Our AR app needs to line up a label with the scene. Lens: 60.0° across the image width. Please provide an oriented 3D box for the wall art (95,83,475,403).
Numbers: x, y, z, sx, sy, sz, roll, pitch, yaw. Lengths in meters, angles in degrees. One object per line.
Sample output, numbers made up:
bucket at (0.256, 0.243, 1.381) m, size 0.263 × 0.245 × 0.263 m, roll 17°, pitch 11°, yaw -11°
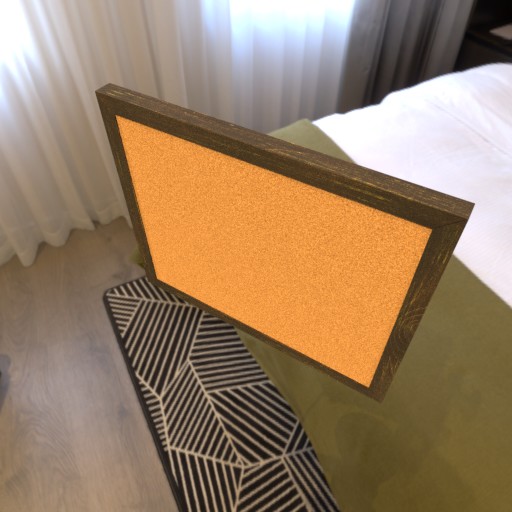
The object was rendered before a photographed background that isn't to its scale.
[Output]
wall art at (0.000, 0.000, 0.755) m, size 0.558 × 0.457 × 0.032 m, roll 24°, pitch 52°, yaw 21°
